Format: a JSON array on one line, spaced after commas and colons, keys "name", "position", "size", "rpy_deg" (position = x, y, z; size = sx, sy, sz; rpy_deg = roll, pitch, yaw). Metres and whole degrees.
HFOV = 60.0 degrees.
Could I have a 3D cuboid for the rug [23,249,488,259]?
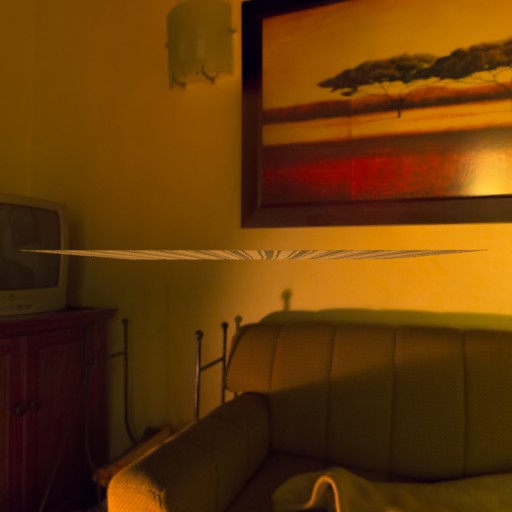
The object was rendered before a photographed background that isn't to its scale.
[{"name": "rug", "position": [0.000, 0.000, 4.209], "size": [3.201, 0.005, 2.439], "rpy_deg": [0, -2, 1]}]
